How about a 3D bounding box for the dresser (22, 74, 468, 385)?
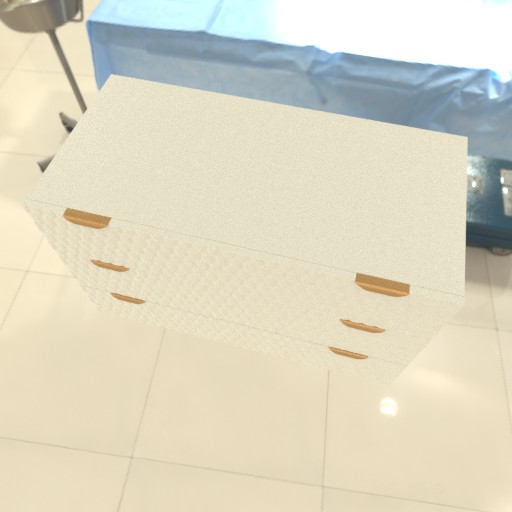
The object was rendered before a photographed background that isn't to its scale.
[{"bbox_3d":[0.000,0.000,1.290,0.905,0.721,0.457,13,59,8],"label":"dresser"}]
